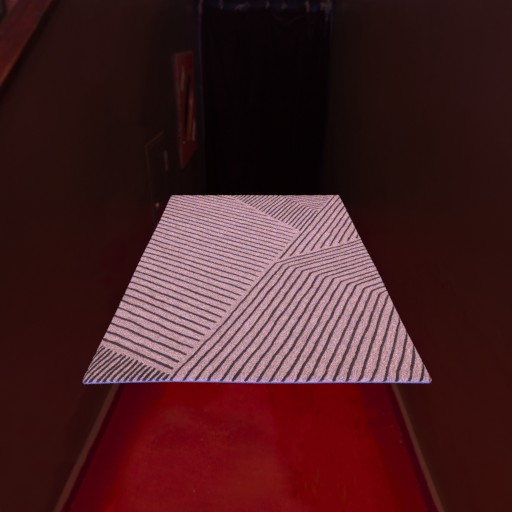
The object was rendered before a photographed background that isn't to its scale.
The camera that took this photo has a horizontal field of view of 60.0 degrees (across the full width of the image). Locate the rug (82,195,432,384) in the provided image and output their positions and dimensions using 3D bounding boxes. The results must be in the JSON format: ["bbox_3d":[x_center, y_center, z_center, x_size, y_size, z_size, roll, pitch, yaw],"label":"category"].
[{"bbox_3d":[0.000,0.000,3.004,1.539,0.023,2.406,0,27,0],"label":"rug"}]
